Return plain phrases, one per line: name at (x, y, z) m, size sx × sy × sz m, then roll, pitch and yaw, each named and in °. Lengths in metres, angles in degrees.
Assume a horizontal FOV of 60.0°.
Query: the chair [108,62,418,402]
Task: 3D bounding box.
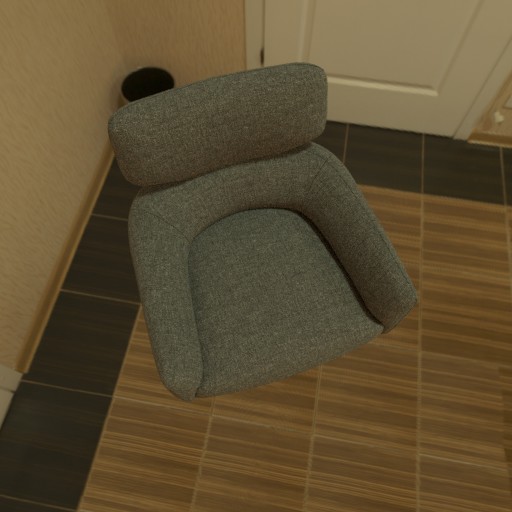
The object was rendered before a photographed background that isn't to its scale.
chair at (0.000, 0.000, 1.350) m, size 0.706 × 0.812 × 0.715 m, roll -17°, pitch 65°, yaw -8°
